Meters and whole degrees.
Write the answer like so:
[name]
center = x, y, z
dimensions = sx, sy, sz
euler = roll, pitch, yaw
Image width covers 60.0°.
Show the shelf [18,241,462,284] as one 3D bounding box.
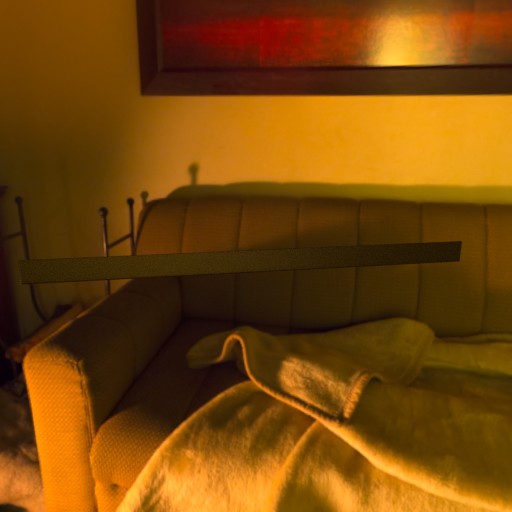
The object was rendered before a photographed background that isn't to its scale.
[shelf]
center = 0.000, 0.000, 0.962
dimensions = 0.924, 0.049, 0.092
euler = -3, 15, -10
